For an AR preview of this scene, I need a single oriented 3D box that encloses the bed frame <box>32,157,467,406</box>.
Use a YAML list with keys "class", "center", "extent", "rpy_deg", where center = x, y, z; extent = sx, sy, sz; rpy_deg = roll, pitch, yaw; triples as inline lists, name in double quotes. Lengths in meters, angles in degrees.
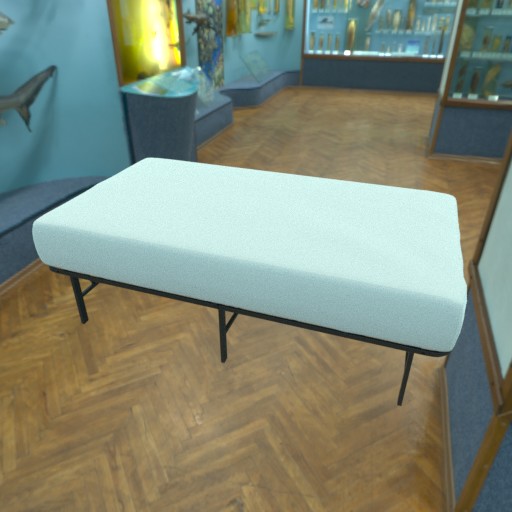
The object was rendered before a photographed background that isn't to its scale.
- class: "bed frame"
  center: [0.000, 0.000, 2.322]
  extent: [1.908, 0.640, 1.025]
  rpy_deg: [10, 32, 17]
